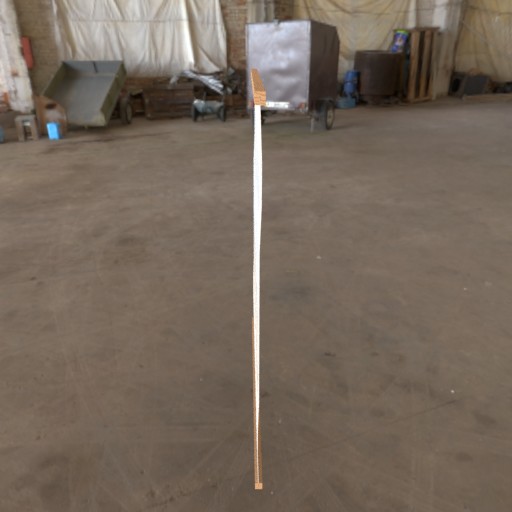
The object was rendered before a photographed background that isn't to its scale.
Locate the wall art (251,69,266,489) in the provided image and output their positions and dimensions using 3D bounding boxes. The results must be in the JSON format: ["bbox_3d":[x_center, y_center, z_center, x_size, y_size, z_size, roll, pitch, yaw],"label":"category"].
[{"bbox_3d":[0.000,0.000,0.674,0.010,0.507,0.404,0,25,-1],"label":"wall art"}]
